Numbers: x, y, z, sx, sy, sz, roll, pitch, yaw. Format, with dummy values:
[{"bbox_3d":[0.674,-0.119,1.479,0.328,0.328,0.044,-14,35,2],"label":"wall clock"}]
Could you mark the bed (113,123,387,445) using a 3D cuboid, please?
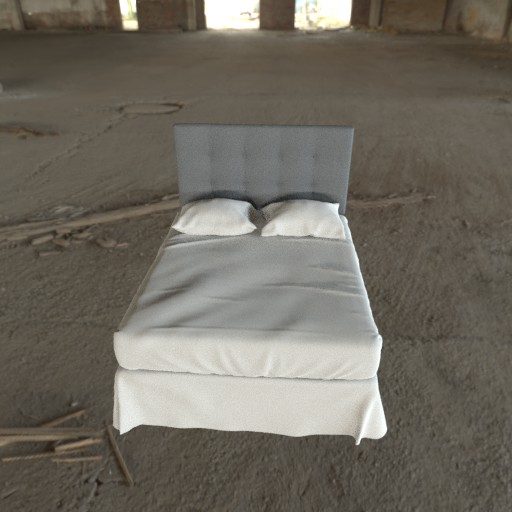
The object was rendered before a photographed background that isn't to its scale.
[{"bbox_3d":[0.000,0.000,3.497,1.936,1.577,2.222,2,30,3],"label":"bed"}]
